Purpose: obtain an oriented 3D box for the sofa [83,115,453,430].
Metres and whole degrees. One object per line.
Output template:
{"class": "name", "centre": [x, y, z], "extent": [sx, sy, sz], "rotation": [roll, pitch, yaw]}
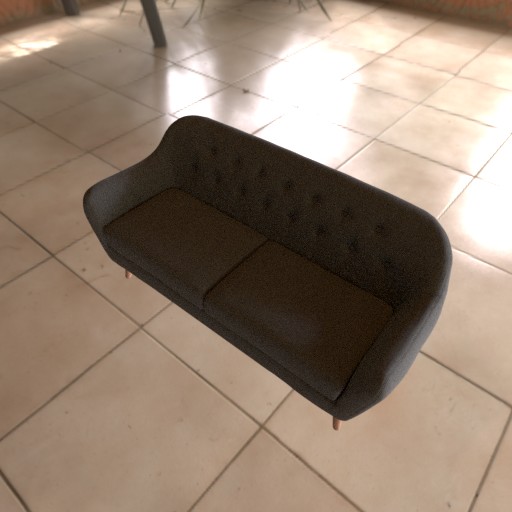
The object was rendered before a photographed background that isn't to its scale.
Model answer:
{"class": "sofa", "centre": [0.000, 0.000, 2.306], "extent": [1.840, 0.820, 0.820], "rotation": [30, 52, 26]}
